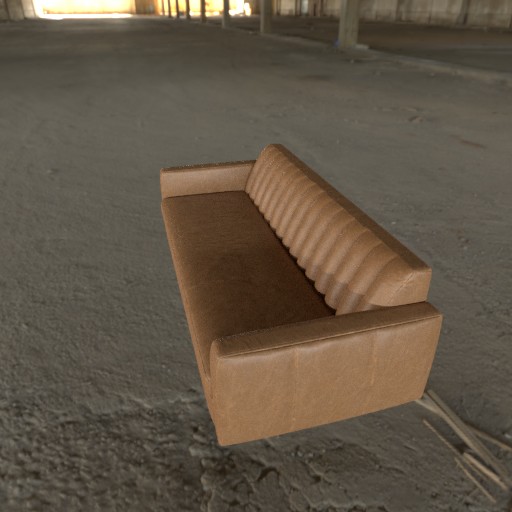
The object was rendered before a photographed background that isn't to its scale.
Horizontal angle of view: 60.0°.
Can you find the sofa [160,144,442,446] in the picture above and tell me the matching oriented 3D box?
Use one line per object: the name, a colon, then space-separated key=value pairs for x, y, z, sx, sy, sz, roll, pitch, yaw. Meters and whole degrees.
sofa: x=0.000 y=0.000 z=2.746 sx=0.990 sy=0.821 sz=2.291 roll=-8 pitch=31 yaw=-14
